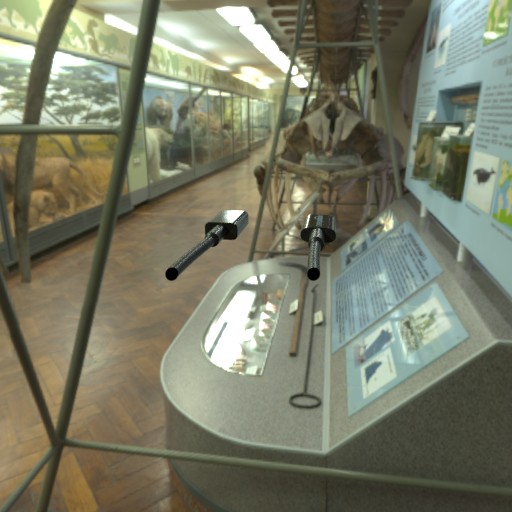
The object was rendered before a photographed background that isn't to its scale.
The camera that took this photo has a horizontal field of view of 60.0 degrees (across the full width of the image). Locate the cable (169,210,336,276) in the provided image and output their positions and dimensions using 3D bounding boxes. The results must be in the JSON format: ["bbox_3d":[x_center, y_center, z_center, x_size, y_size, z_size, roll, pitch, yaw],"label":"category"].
[{"bbox_3d":[0.000,0.000,0.113,0.040,0.006,0.098,3,18,9],"label":"cable"}]
